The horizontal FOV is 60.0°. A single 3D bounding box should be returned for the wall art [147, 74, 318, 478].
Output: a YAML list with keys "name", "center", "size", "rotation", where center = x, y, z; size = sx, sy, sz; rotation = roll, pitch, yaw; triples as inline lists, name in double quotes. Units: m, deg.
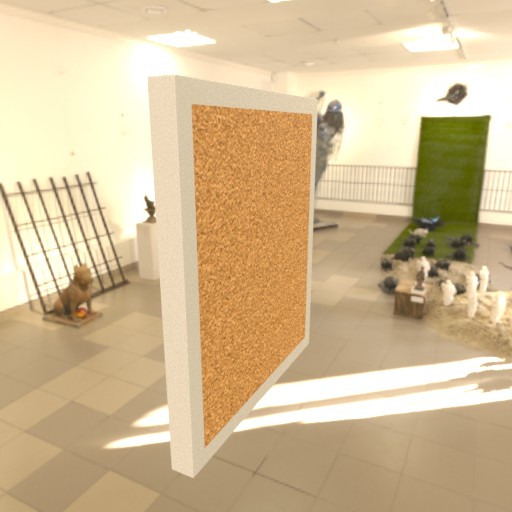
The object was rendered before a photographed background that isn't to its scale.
- name: "wall art"
  center: [0.000, 0.000, 0.543]
  size: [0.028, 0.381, 0.331]
  rotation: [8, 18, 26]
